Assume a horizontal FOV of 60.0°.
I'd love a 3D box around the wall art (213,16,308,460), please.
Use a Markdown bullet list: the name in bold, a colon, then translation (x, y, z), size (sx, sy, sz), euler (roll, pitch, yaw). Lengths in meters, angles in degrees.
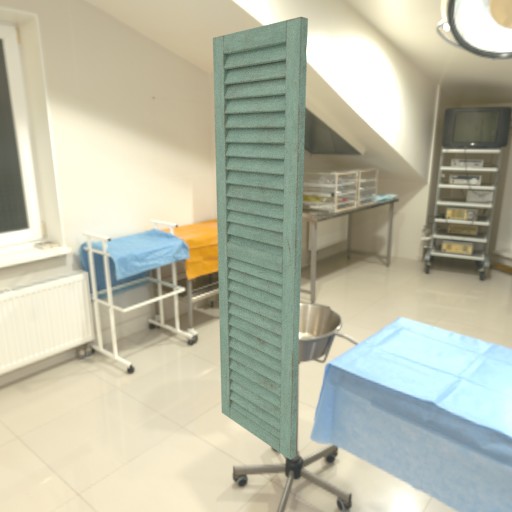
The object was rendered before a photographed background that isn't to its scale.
- **wall art**: translation (0.000, 0.000, 1.310), size (0.025, 1.219, 0.329), euler (-14, 21, -42)
